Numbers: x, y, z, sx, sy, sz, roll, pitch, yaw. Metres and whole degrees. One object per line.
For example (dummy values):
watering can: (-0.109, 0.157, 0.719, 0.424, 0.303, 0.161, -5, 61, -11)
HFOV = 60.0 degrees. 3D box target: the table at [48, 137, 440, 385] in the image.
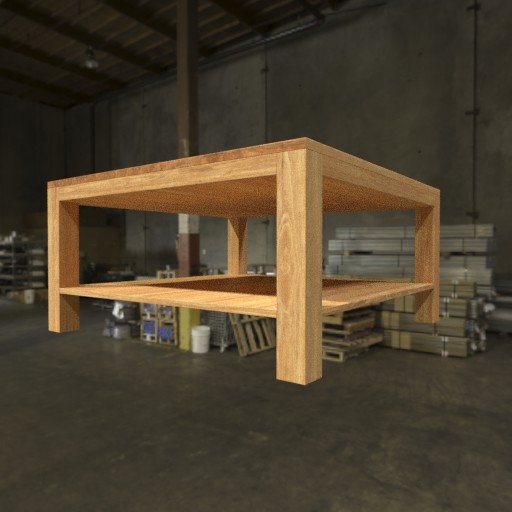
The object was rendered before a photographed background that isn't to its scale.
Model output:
table: (0.000, 0.000, 1.433, 0.900, 0.450, 0.900, 1, 1, 37)
